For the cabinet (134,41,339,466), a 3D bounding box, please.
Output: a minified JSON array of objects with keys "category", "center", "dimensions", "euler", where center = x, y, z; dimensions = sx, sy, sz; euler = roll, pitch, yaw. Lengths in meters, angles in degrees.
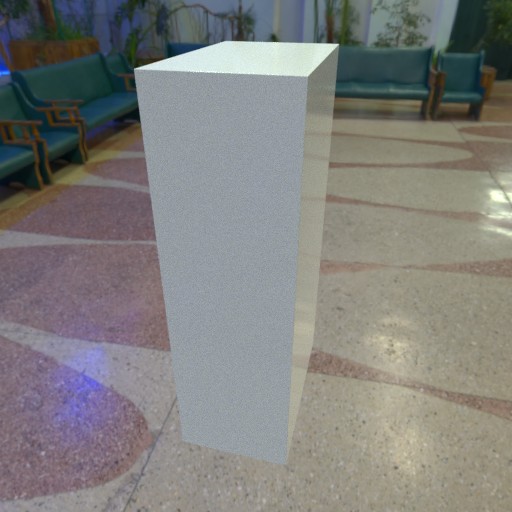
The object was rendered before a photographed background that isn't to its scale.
[{"category":"cabinet","center":[0.000,0.000,2.302],"dimensions":[0.580,1.920,0.980],"euler":[8,32,12]}]
